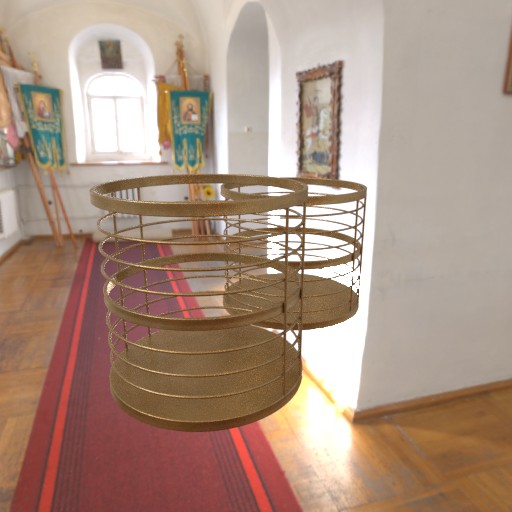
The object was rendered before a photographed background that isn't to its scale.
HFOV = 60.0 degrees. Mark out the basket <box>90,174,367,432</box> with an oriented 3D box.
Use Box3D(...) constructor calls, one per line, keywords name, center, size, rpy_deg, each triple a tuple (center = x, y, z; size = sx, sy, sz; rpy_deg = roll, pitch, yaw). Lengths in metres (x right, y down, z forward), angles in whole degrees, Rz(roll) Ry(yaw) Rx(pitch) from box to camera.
Box3D(name="basket", center=(0.000, 0.000, 0.959), size=(0.356, 0.351, 0.746), rpy_deg=(8, 18, 26))
